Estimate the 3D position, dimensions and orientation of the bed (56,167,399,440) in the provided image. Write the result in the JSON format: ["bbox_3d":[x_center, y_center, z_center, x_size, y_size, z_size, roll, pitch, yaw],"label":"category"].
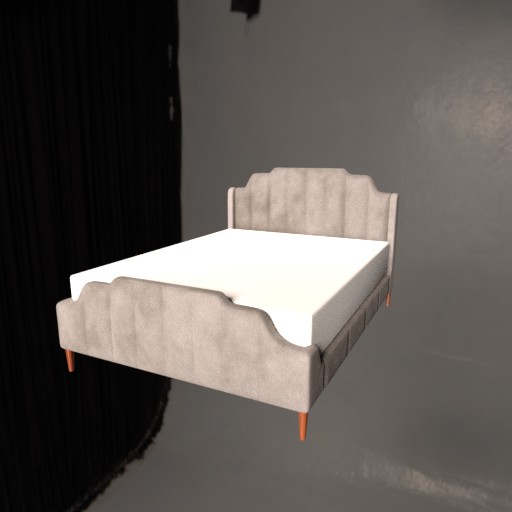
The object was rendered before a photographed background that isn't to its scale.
[{"bbox_3d":[0.000,0.000,3.351,1.676,1.245,2.340,6,14,26],"label":"bed"}]
